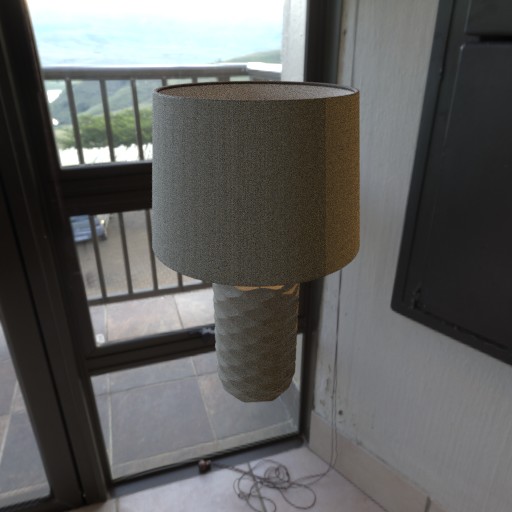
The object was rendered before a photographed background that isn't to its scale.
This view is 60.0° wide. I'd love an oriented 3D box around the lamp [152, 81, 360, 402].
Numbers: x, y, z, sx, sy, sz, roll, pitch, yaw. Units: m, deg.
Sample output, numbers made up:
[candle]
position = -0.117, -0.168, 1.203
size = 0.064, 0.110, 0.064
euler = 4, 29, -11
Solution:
[lamp]
position = 0.000, 0.000, 0.837
size = 0.376, 0.594, 0.376
euler = 0, 26, 0
